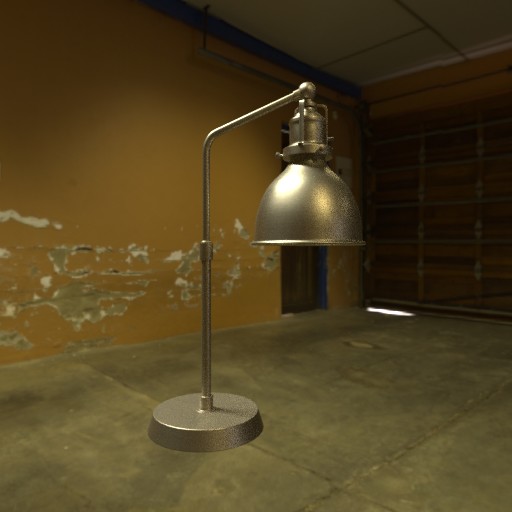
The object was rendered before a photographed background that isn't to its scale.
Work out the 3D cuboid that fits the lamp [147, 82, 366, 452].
[{"bbox_3d":[0.000,0.000,0.588,0.286,0.456,0.153,0,1,2],"label":"lamp"}]
